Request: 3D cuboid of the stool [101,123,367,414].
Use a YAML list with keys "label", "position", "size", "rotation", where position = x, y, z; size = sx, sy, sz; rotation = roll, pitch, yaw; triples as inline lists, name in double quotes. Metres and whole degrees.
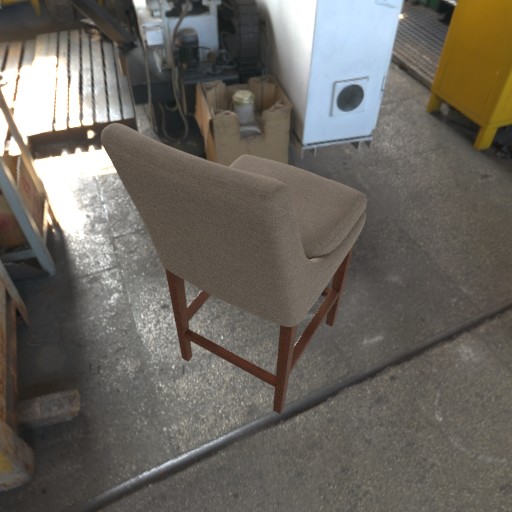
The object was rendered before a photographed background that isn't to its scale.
- label: "stool"
  position: [0.000, 0.000, 1.308]
  size: [0.470, 0.981, 0.577]
  rotation: [24, 51, 21]
